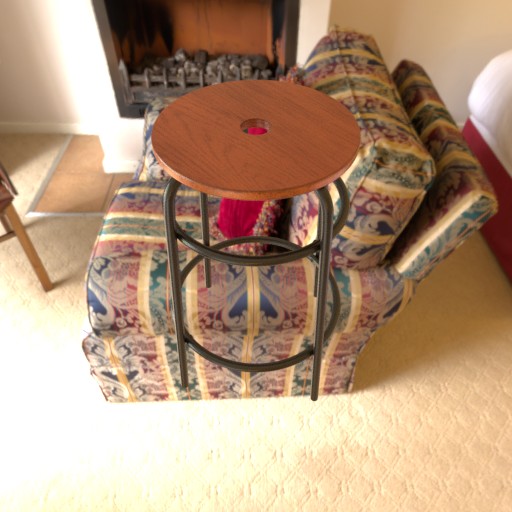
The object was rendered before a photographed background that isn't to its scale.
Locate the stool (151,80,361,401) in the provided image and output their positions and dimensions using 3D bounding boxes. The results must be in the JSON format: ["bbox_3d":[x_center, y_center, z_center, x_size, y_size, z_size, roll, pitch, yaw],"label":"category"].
[{"bbox_3d":[0.000,0.000,0.937,0.455,0.610,0.455,-30,54,-25],"label":"stool"}]
